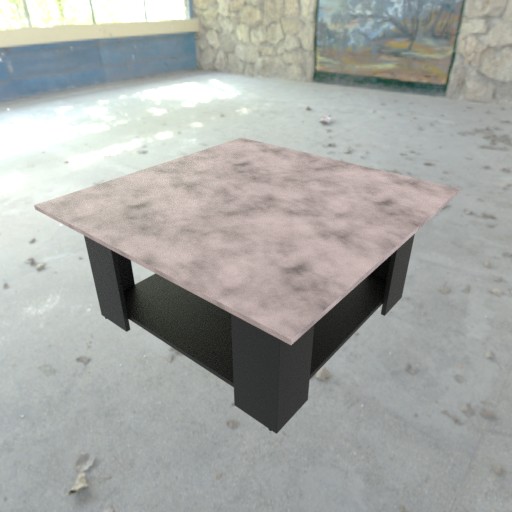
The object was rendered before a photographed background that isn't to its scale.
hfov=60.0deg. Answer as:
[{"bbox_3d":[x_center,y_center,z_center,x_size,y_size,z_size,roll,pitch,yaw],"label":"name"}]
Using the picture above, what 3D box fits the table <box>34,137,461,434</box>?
[{"bbox_3d":[0.000,0.000,1.057,0.670,0.305,0.670,23,37,33],"label":"table"}]
